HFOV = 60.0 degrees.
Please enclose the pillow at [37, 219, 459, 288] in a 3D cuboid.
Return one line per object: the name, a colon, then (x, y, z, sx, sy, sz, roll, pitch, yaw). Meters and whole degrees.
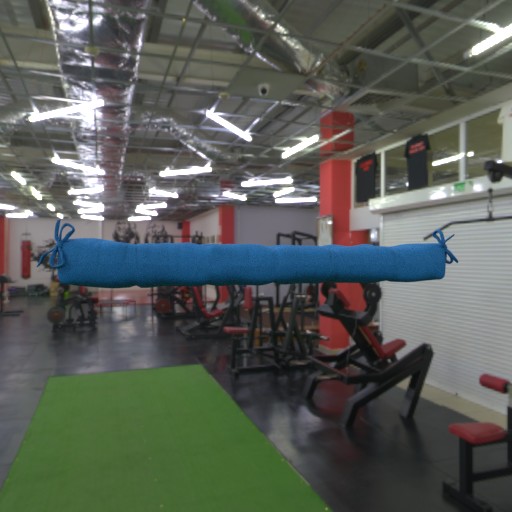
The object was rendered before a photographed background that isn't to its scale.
pillow: (0.000, 0.000, 1.389, 1.194, 0.174, 0.511, 0, 0, -17)
